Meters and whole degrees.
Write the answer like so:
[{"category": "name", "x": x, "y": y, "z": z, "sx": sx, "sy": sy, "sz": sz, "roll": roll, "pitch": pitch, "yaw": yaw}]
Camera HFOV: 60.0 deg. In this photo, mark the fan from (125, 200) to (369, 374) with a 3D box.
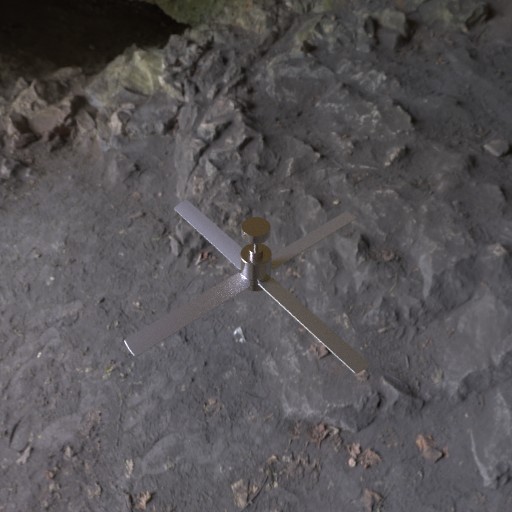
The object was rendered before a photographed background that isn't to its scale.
[{"category": "fan", "x": 0.000, "y": 0.000, "z": 2.000, "sx": 1.322, "sy": 0.355, "sz": 1.322, "roll": -30, "pitch": 53, "yaw": -26}]
